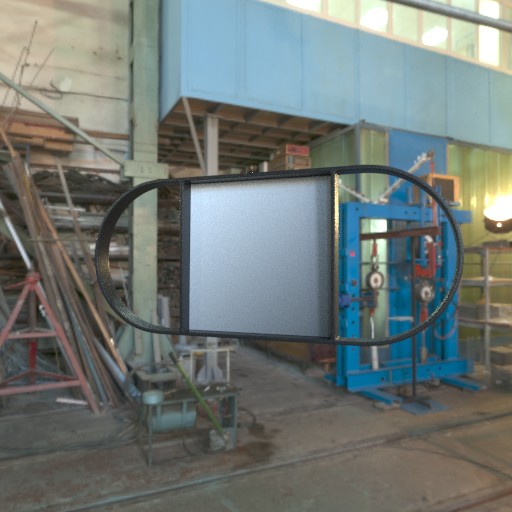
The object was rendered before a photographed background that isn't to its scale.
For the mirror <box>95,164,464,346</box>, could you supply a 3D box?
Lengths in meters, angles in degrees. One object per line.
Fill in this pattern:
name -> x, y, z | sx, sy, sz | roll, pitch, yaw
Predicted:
mirror -> 0.000, 0.000, 0.687 | 0.584, 0.254, 0.032 | 0, -1, 19
